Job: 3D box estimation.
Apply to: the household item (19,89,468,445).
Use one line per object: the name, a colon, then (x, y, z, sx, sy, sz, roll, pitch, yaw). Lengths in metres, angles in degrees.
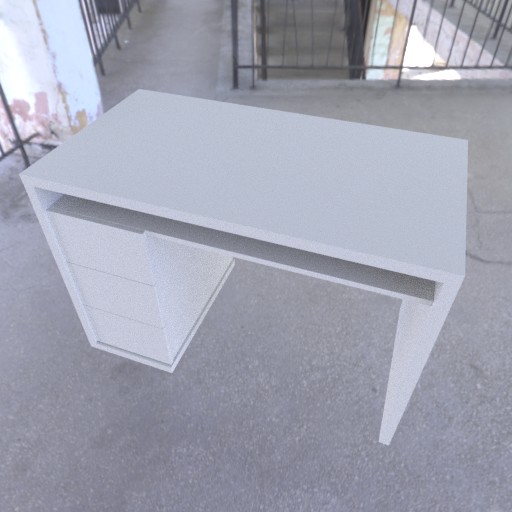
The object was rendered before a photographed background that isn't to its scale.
household item: (0.000, 0.000, 1.477, 1.100, 0.749, 0.597, 14, 44, 15)
